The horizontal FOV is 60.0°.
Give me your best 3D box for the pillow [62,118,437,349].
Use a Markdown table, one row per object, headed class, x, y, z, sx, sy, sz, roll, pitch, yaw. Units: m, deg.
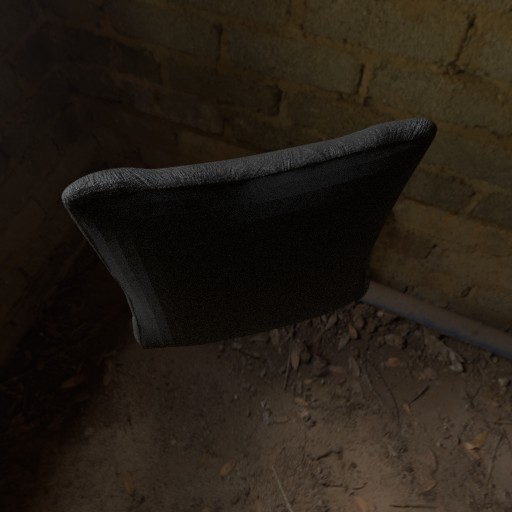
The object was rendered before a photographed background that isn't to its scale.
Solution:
| class | x | y | z | sx | sy | sz | roll | pitch | yaw |
| --- | --- | --- | --- | --- | --- | --- | --- | --- | --- |
| pillow | 0.000 | 0.000 | 0.801 | 0.533 | 0.523 | 0.210 | -13 | 58 | -8 |
